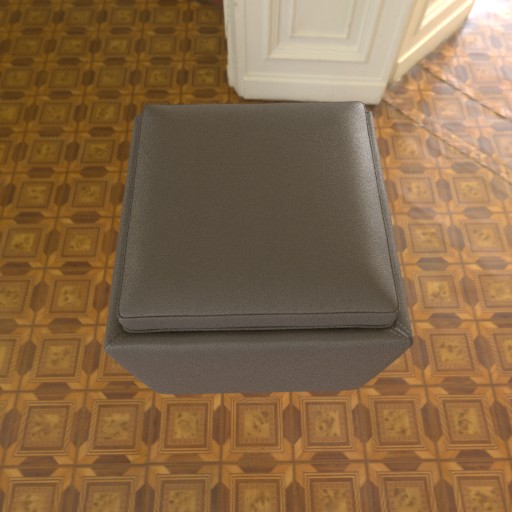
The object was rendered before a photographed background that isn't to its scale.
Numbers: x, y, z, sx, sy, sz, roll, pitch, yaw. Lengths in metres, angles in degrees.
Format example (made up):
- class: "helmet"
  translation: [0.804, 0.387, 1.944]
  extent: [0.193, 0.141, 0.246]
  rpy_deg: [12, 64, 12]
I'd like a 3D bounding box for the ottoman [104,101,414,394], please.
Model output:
- class: "ottoman"
  translation: [0.000, 0.000, 0.849]
  extent: [0.450, 0.460, 0.451]
  rpy_deg: [-1, 63, -1]
